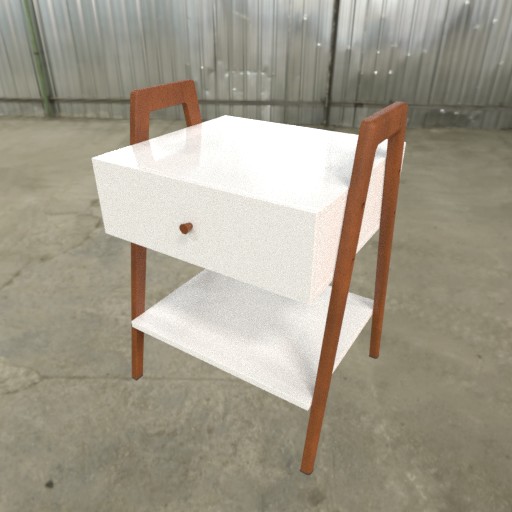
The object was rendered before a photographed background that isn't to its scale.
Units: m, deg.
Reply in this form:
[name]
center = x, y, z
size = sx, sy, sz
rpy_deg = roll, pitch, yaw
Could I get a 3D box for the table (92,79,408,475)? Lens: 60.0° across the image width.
[table]
center = 0.000, 0.000, 0.887
size = 0.457, 0.610, 0.405
rpy_deg = 18, 34, 28
